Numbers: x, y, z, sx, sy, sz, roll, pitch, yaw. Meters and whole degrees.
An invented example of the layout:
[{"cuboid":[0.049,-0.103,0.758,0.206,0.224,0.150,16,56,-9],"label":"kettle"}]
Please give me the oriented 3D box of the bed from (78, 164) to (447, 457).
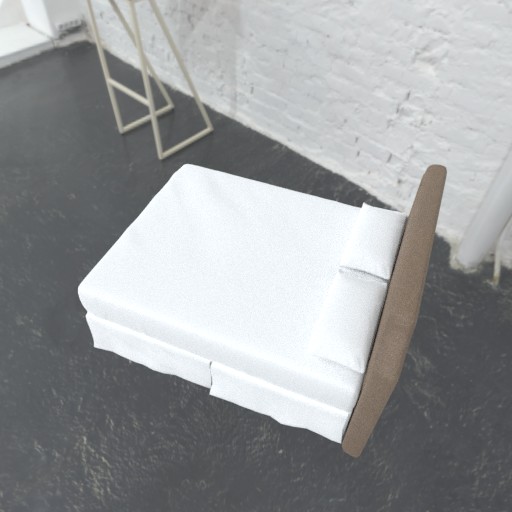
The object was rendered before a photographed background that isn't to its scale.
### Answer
[{"cuboid":[0.000,0.000,3.148,2.116,1.290,1.693,17,50,15],"label":"bed"}]
